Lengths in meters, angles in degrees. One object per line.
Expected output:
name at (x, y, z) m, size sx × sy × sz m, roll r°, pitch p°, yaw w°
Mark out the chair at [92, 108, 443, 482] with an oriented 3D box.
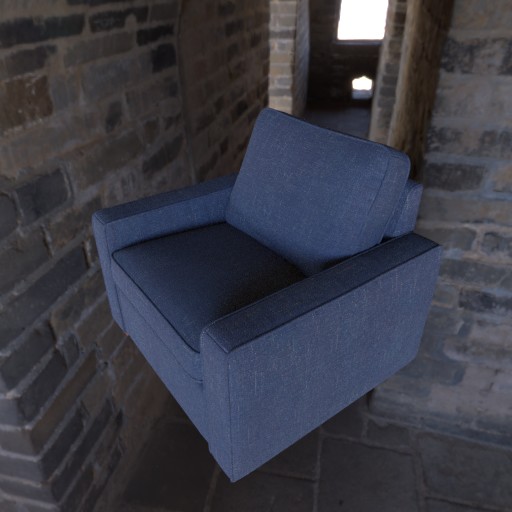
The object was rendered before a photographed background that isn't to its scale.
chair at (0.000, 0.000, 1.710) m, size 0.940 × 0.919 × 1.017 m, roll -21°, pitch 38°, yaw -30°
